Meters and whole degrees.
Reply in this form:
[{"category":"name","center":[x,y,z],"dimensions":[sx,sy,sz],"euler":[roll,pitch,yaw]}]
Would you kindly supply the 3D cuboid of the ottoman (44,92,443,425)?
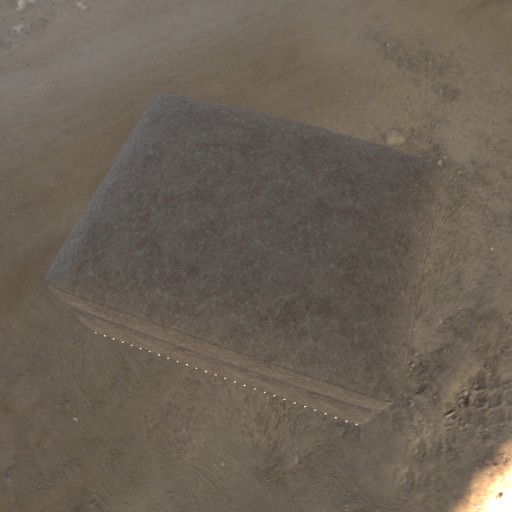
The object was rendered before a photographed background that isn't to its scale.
[{"category":"ottoman","center":[0.000,0.000,1.122],"dimensions":[0.741,0.513,0.584],"euler":[17,65,8]}]
